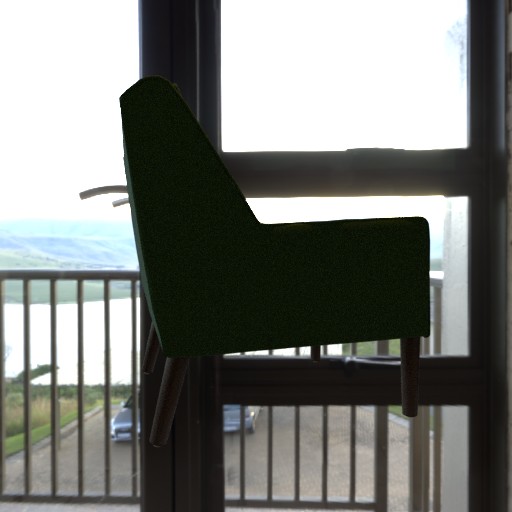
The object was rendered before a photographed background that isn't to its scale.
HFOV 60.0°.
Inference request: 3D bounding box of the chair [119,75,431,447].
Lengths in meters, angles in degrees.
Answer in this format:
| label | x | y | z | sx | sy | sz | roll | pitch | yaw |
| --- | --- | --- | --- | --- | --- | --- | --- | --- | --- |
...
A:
| label | x | y | z | sx | sy | sz | roll | pitch | yaw |
| --- | --- | --- | --- | --- | --- | --- | --- | --- | --- |
| chair | 0.000 | 0.000 | 1.280 | 0.743 | 0.792 | 0.663 | 0 | 0 | -16 |
